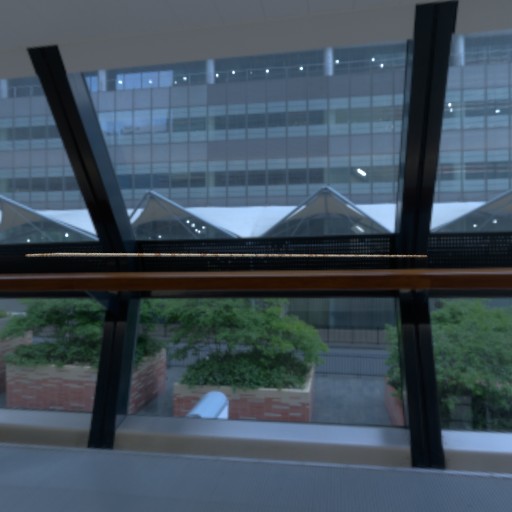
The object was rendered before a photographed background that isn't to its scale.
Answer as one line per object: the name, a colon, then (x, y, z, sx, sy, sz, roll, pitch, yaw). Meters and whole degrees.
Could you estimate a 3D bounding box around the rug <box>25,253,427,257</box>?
rug: (0.000, 0.000, 2.725, 2.435, 0.011, 0.750, 0, 0, -36)
